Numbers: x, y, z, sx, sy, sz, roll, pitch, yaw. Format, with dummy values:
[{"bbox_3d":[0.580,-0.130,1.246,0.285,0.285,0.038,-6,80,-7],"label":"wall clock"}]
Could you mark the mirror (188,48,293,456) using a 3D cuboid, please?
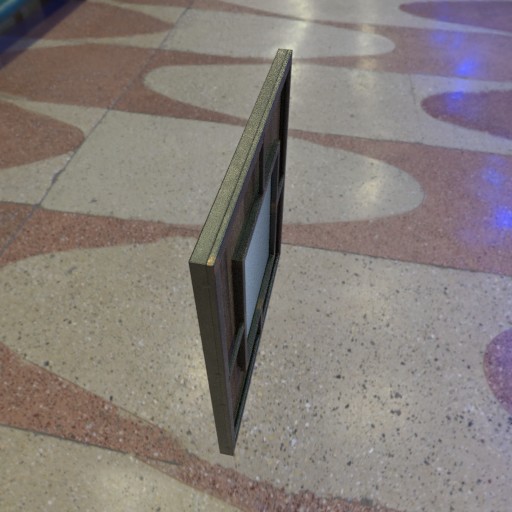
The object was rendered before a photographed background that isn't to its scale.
[{"bbox_3d":[0.000,0.000,0.582,0.020,0.381,0.382,9,47,8],"label":"mirror"}]
